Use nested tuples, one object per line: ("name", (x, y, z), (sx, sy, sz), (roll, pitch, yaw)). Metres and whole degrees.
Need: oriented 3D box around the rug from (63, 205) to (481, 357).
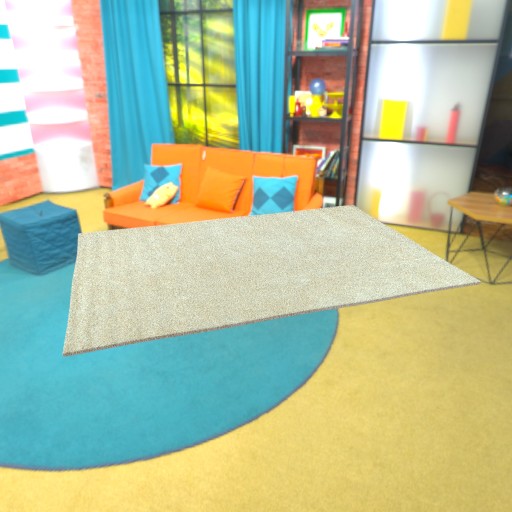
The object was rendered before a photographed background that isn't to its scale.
("rug", (0.000, 0.000, 3.479), (2.699, 0.025, 1.800), (-7, 25, -16))
